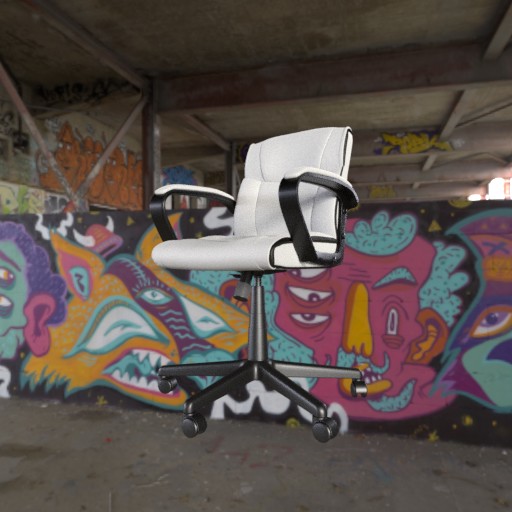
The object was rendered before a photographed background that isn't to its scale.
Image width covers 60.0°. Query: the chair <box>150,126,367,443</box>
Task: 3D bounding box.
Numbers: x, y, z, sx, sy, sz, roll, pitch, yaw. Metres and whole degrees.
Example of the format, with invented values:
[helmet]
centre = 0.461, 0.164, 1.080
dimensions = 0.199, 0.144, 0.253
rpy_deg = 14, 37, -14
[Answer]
[chair]
centre = 0.000, 0.000, 1.523
dimensions = 0.739, 1.004, 0.717
rpy_deg = 0, -1, 35
